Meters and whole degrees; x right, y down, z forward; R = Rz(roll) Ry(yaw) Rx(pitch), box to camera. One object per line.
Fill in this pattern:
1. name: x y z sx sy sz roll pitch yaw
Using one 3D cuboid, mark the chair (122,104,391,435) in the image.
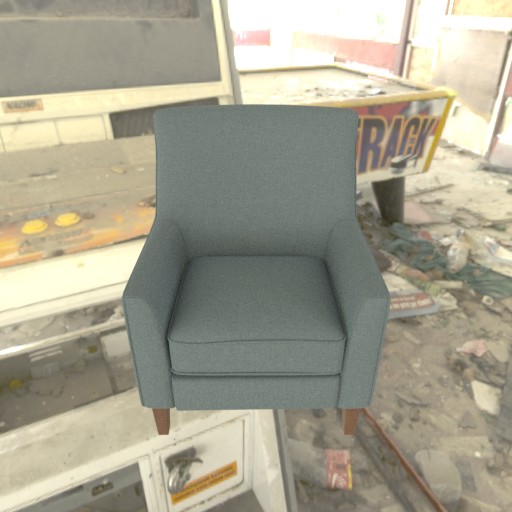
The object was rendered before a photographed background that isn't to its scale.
1. chair: 0.000 0.000 1.604 0.756 0.916 0.879 0 30 0
